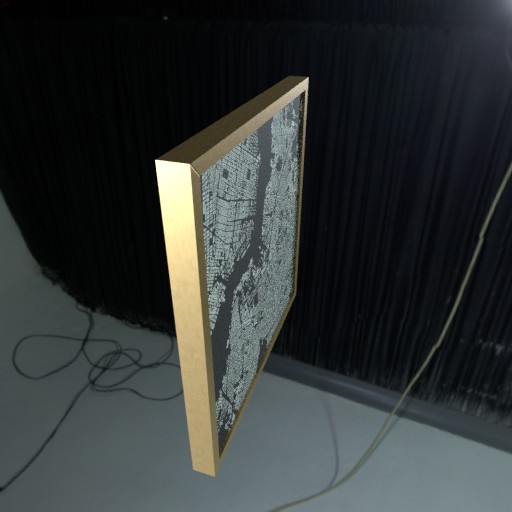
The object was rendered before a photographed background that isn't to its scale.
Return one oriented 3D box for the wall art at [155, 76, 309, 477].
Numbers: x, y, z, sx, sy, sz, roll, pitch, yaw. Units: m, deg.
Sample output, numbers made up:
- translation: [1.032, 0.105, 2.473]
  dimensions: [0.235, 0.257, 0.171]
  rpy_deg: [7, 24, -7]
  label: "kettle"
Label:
- translation: [0.000, 0.000, 1.949]
  dimensions: [0.095, 1.284, 1.284]
  rpy_deg: [10, 33, 16]
  label: "wall art"
